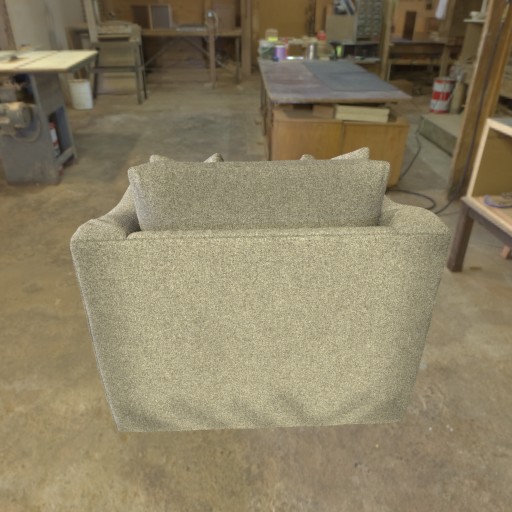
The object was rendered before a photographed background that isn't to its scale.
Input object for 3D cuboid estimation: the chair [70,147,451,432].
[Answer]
[{"bbox_3d":[0.000,0.000,1.963,1.194,1.059,1.071,-1,30,-2],"label":"chair"}]
